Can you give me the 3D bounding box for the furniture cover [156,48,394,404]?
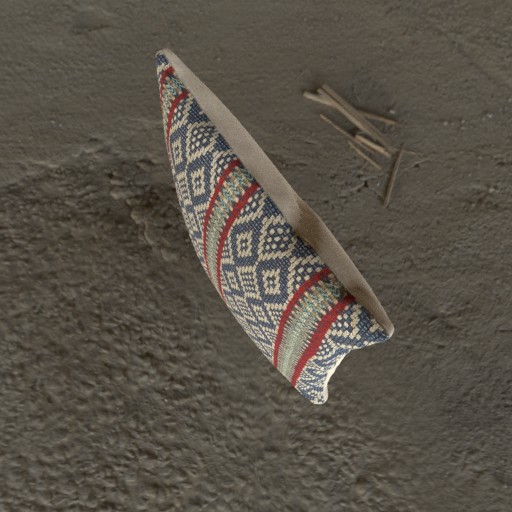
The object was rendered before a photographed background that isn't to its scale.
[{"bbox_3d":[0.000,0.000,0.655,0.139,0.431,0.431,-31,68,-14],"label":"furniture cover"}]
